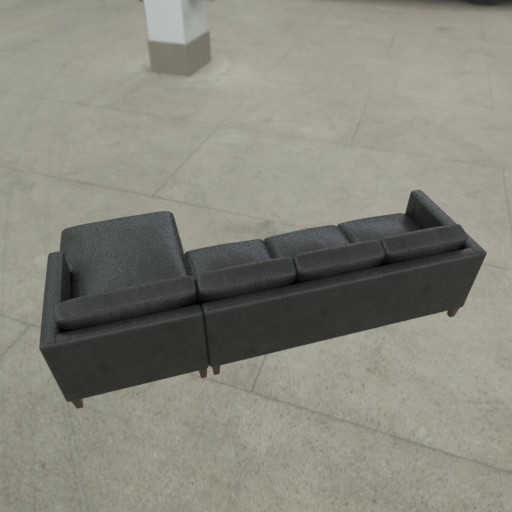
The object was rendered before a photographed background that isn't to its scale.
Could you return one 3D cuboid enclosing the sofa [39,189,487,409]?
[{"bbox_3d":[0.000,0.000,3.779,3.203,0.883,1.581,-11,42,-12],"label":"sofa"}]
